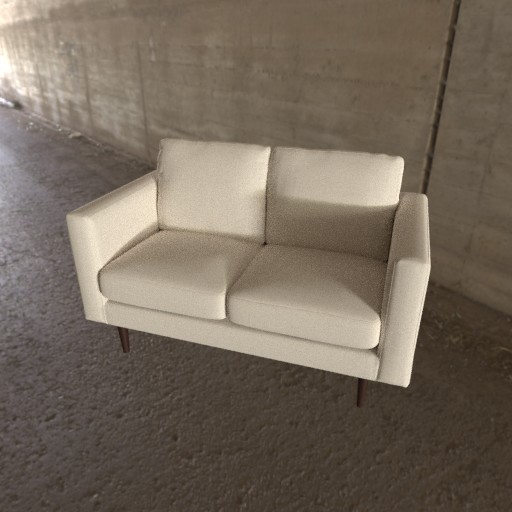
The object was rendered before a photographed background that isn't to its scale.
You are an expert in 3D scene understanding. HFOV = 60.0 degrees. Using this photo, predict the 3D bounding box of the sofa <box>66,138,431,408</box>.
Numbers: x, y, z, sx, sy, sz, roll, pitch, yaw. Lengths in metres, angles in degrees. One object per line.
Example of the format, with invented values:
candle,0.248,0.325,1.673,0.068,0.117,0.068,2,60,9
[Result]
sofa,0.000,0.000,2.028,1.430,0.908,0.796,8,27,16
